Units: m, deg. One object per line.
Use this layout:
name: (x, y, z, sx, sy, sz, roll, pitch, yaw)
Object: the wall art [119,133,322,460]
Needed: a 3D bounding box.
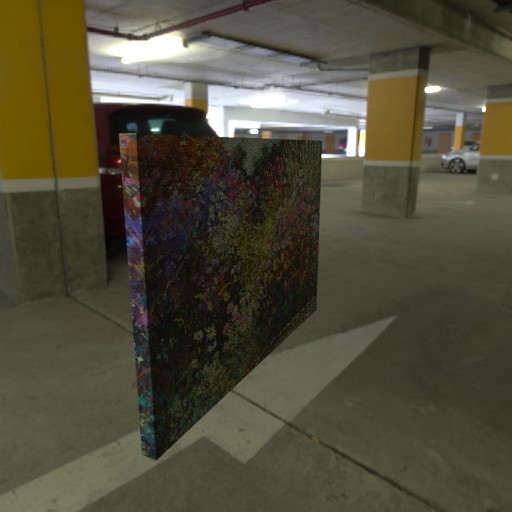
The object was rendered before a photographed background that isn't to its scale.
wall art: (0.000, 0.000, 1.178, 0.037, 0.604, 0.908, 7, 15, 26)
